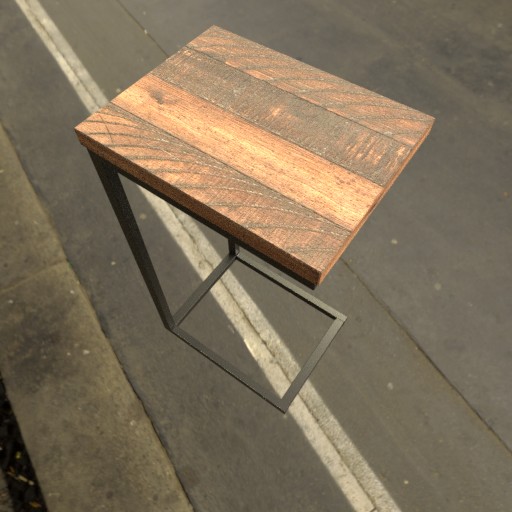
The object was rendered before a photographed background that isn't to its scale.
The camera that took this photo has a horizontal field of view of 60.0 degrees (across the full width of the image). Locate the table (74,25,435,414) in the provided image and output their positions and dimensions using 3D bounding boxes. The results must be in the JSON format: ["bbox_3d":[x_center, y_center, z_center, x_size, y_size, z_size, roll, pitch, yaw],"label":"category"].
[{"bbox_3d":[0.000,0.000,0.942,0.414,0.718,0.323,31,63,18],"label":"table"}]
